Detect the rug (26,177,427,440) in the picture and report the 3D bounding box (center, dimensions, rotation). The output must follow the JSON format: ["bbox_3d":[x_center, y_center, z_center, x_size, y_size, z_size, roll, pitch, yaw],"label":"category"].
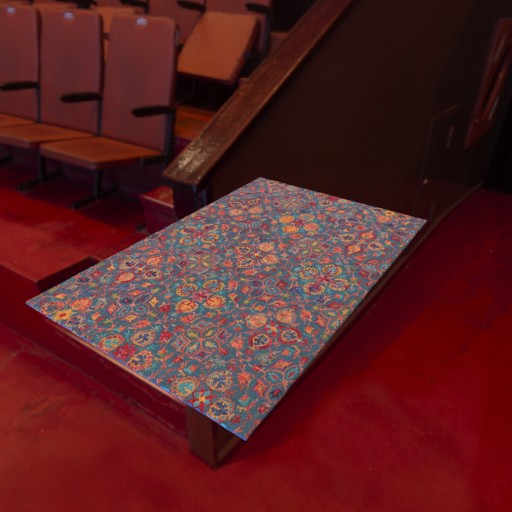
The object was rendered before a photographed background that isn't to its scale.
[{"bbox_3d":[0.000,0.000,2.311,1.216,0.014,1.836,20,37,29],"label":"rug"}]
